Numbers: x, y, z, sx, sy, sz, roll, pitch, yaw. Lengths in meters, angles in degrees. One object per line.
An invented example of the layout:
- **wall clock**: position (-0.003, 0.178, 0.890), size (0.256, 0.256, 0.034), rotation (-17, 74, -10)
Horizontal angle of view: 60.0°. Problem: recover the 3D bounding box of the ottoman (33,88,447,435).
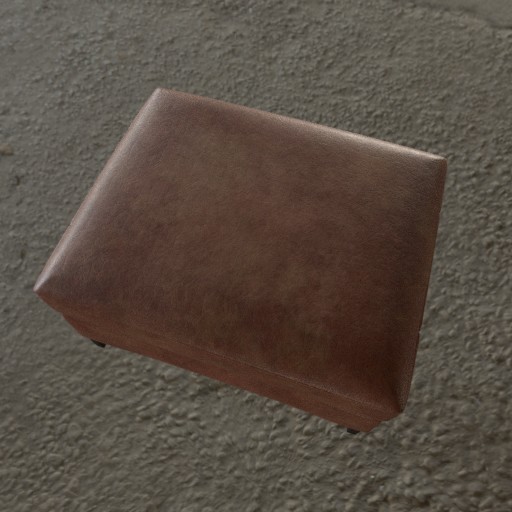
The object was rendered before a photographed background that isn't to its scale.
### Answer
- **ottoman**: position (0.000, 0.000, 1.738), size (1.186, 0.667, 0.965), rotation (16, 64, 8)
